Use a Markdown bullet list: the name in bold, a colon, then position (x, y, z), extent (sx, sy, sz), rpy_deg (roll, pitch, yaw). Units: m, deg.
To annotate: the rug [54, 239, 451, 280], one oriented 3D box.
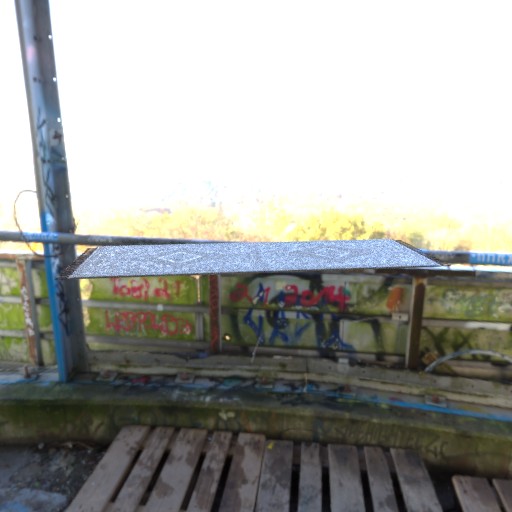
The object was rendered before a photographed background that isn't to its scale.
- **rug**: position (0.000, 0.000, 2.863), extent (2.378, 0.018, 1.324), rpy_deg (2, 15, 9)
